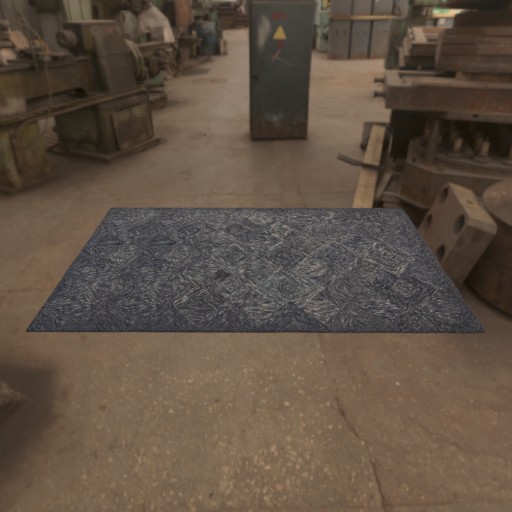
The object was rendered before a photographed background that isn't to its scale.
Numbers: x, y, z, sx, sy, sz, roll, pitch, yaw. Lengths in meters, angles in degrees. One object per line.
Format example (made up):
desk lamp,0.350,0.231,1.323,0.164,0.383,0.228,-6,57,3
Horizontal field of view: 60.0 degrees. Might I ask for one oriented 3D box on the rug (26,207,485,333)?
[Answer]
rug,0.000,0.000,2.173,1.754,0.010,1.139,0,30,0
